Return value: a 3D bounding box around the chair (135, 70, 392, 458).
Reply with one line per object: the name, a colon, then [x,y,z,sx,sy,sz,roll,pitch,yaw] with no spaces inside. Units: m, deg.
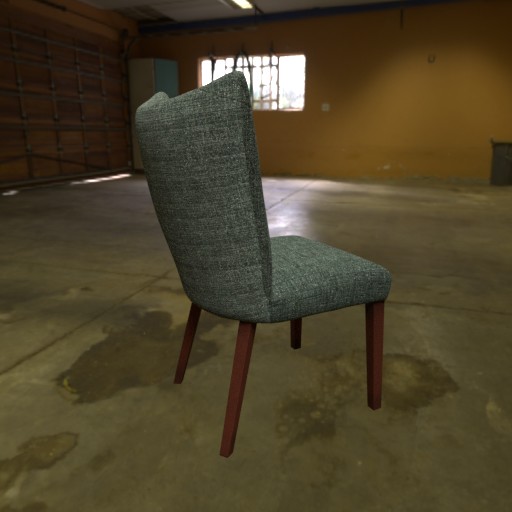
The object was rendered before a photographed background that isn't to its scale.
chair: [0.000,0.000,1.285,0.623,0.924,0.535,-8,17,-27]
